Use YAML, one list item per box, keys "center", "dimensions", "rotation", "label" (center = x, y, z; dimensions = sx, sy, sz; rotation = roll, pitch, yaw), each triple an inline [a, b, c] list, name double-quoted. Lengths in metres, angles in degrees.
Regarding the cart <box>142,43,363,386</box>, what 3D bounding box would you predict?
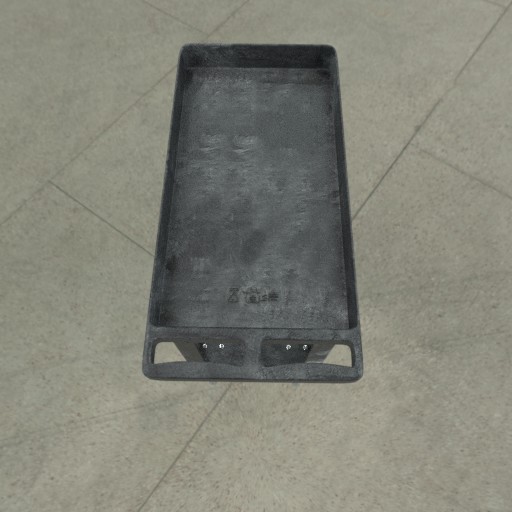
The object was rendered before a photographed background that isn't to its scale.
- center: [0.000, 0.000, 1.378]
  dimensions: [0.420, 0.824, 0.877]
  rotation: [1, 66, 0]
  label: "cart"
